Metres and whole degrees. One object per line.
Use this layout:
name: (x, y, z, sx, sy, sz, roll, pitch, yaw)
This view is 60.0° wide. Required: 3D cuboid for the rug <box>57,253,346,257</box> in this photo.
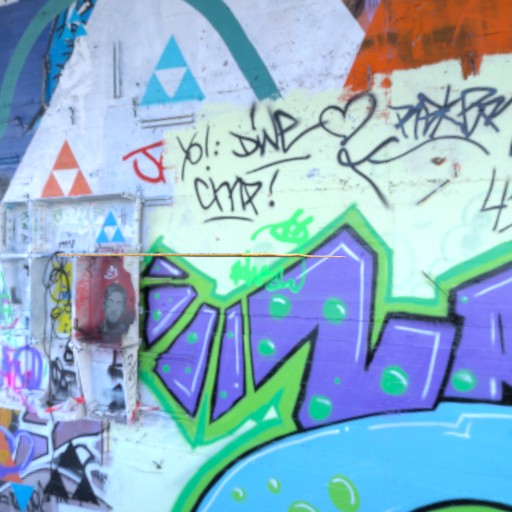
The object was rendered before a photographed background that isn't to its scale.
rug: (0.000, 0.000, 2.543, 0.704, 0.014, 2.294, 0, 0, 19)
